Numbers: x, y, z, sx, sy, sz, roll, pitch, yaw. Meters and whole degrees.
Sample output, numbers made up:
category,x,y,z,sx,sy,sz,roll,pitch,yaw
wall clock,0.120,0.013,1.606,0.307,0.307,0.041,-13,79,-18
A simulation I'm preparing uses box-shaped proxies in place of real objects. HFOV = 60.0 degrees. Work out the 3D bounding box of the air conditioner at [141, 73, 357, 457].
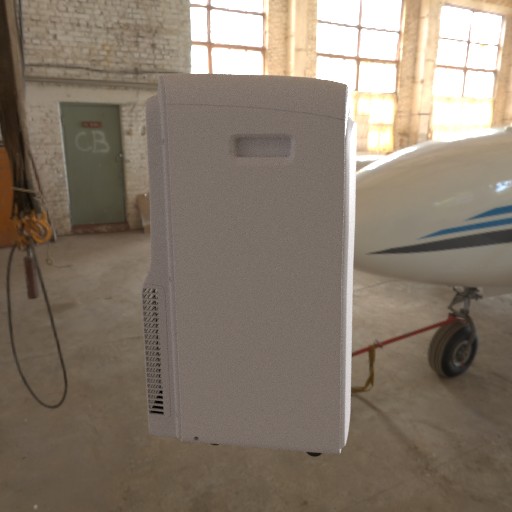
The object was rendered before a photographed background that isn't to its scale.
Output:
category,x,y,z,sx,sy,sz,roll,pitch,yaw
air conditioner,0.000,0.000,1.040,0.467,0.765,0.478,2,15,9
